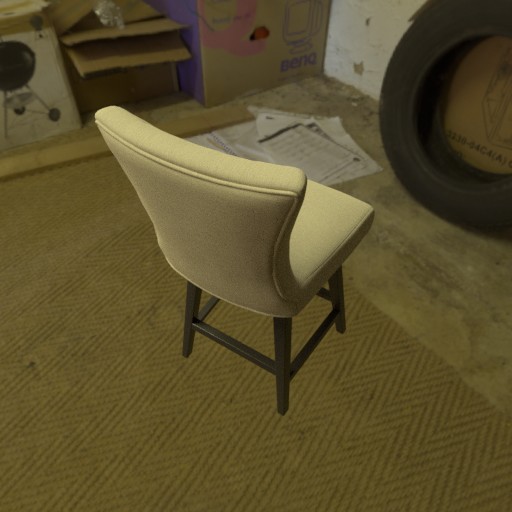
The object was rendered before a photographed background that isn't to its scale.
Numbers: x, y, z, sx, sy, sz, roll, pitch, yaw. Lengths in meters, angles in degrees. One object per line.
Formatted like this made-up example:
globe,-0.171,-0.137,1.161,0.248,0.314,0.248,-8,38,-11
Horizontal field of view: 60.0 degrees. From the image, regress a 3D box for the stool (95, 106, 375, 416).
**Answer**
stool,0.000,0.000,1.331,0.514,1.000,0.574,24,49,23
